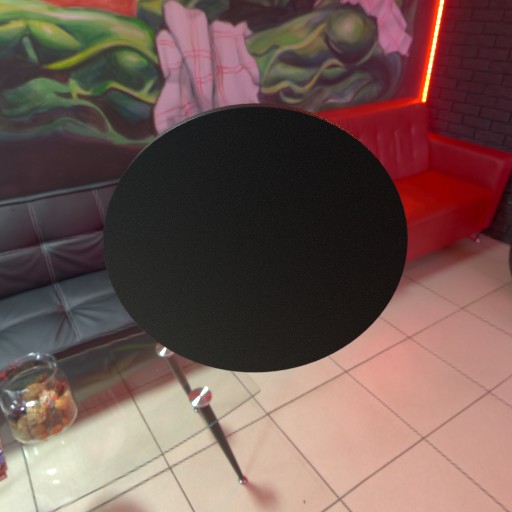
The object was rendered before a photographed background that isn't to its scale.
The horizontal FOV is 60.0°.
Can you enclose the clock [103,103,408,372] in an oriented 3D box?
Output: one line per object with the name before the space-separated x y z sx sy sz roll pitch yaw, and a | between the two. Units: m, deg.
clock | 0.000 0.000 0.684 0.454 0.454 0.038 0 30 -1
